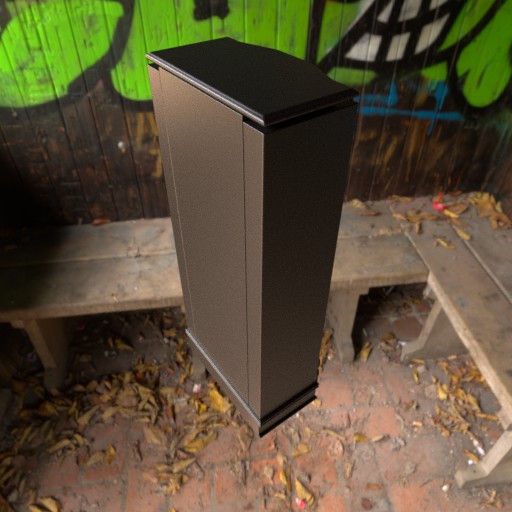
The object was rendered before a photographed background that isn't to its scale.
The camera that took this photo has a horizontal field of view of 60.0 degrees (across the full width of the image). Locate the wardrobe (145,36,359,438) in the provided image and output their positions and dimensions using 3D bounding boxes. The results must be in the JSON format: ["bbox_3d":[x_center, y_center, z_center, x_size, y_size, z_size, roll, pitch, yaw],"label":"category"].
[{"bbox_3d":[0.000,0.000,1.217,0.295,1.011,0.444,-26,47,-27],"label":"wardrobe"}]
